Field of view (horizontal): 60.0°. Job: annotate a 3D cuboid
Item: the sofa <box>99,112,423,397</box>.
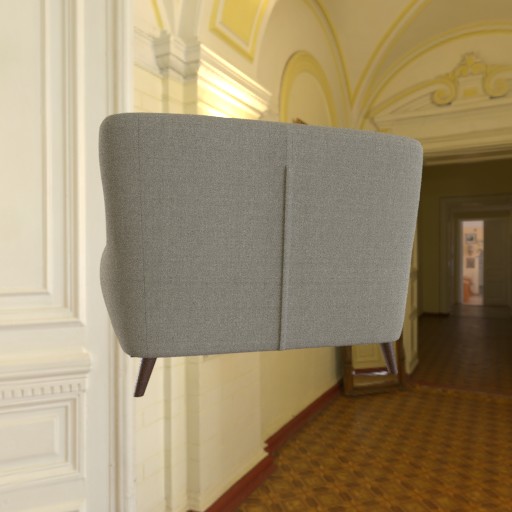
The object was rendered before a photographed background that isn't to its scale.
[{"bbox_3d":[0.000,0.000,2.062,1.386,1.028,0.884,0,0,-17],"label":"sofa"}]
